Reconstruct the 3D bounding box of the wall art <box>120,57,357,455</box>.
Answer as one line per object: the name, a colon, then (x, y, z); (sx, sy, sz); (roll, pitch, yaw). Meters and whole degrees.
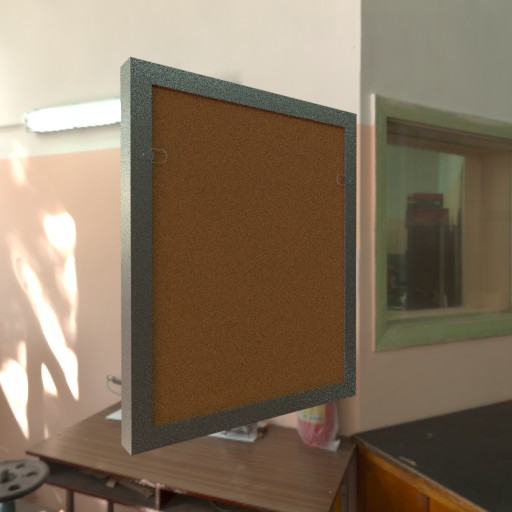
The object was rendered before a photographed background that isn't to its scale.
wall art: (0.000, 0.000, 0.520); (0.308, 0.379, 0.030); (0, 1, -35)
